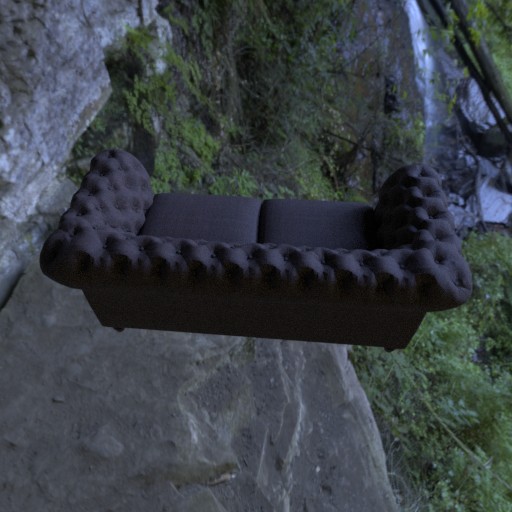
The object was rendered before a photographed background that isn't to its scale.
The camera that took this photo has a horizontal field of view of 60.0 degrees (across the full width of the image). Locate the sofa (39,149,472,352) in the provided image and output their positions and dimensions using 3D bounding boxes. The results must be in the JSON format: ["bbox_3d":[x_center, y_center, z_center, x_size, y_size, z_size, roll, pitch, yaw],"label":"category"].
[{"bbox_3d":[0.000,0.000,2.509,2.048,0.780,0.944,4,47,3],"label":"sofa"}]
